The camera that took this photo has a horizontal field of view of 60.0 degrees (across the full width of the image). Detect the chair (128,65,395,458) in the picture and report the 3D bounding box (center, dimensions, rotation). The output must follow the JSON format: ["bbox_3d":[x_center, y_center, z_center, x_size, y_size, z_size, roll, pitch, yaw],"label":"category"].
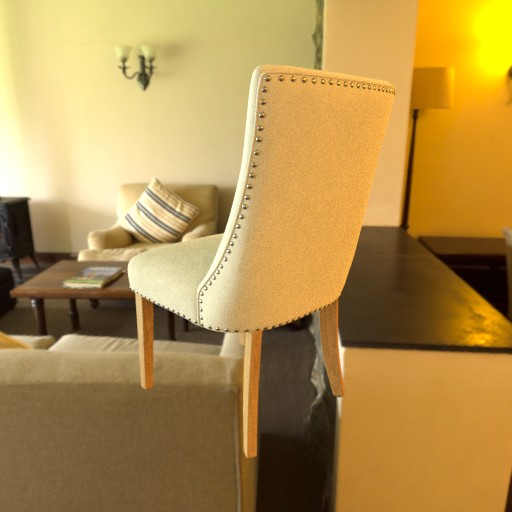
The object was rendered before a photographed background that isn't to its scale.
[{"bbox_3d":[0.000,0.000,1.238,0.495,0.902,0.610,-14,21,-42],"label":"chair"}]
